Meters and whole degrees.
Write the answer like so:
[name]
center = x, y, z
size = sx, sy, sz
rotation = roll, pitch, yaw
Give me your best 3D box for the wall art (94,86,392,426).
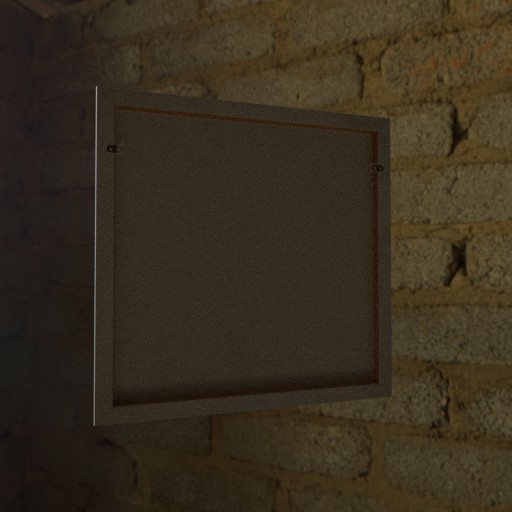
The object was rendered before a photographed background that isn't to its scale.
[wall art]
center = 0.000, 0.000, 1.118
size = 0.762, 0.762, 0.041
rotation = 0, -1, -17
